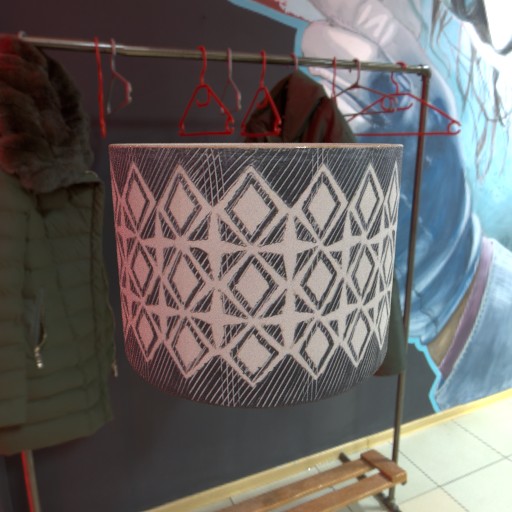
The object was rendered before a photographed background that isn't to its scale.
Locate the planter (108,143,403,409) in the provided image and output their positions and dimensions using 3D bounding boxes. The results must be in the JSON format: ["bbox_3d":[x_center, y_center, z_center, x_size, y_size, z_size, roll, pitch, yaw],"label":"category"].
[{"bbox_3d":[0.000,0.000,0.213,0.126,0.104,0.126,0,15,0],"label":"planter"}]
